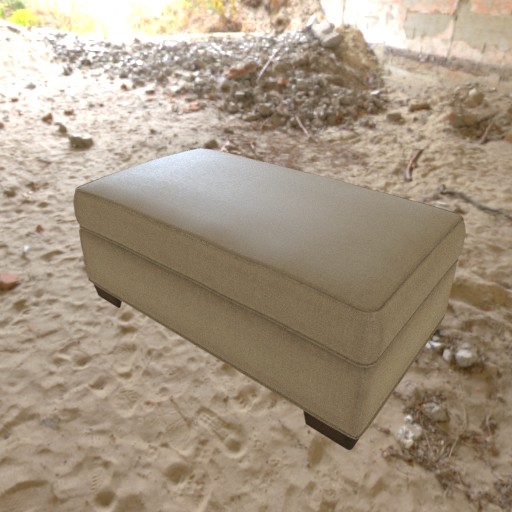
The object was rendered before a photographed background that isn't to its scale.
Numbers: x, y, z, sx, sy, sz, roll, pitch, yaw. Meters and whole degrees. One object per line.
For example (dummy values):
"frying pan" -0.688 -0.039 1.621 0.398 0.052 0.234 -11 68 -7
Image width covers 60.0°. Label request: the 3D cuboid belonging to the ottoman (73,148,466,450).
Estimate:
"ottoman" 0.000 0.000 1.444 1.097 0.461 0.617 22 37 33
